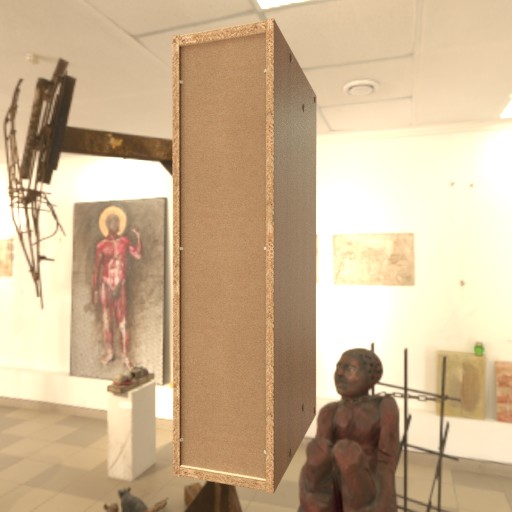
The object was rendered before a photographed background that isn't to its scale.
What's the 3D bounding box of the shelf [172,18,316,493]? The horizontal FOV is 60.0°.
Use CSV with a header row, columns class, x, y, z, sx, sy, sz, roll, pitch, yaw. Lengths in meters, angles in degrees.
class,x,y,z,sx,sy,sz,roll,pitch,yaw
shelf,0.000,0.000,0.720,0.147,0.600,0.290,0,0,18
